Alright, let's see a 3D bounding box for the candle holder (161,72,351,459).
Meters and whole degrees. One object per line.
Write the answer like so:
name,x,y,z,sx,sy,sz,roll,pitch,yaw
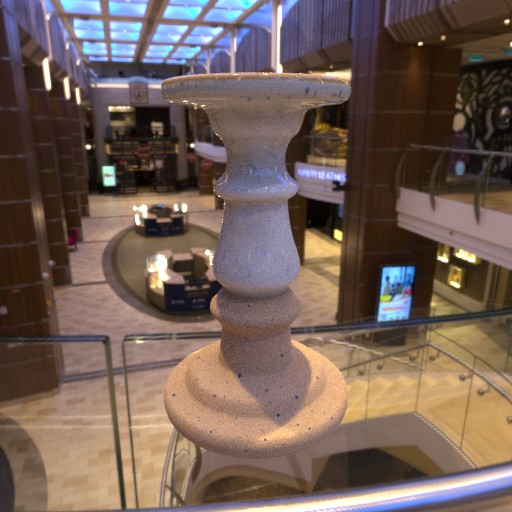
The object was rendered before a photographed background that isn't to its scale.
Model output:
candle holder,0.000,0.000,0.275,0.123,0.202,0.123,0,17,0
